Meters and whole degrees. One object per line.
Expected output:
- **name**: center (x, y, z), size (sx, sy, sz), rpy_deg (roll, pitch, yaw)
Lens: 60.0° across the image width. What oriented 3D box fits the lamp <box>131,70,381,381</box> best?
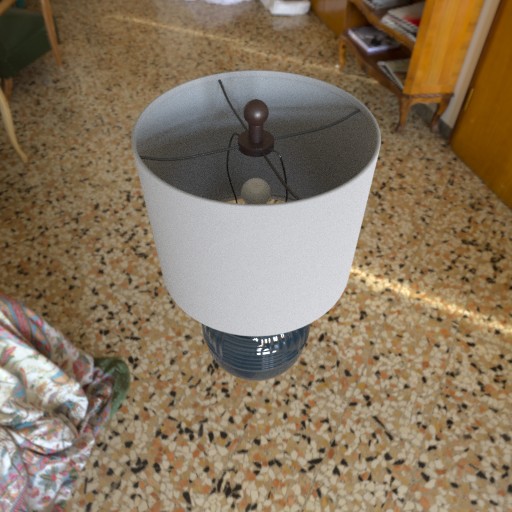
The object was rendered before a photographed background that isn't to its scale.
- **lamp**: center (0.000, 0.000, 0.756), size (0.318, 0.567, 0.318), rpy_deg (0, 48, 0)
